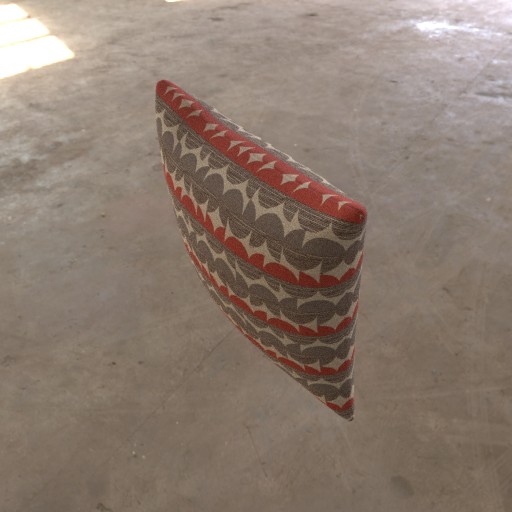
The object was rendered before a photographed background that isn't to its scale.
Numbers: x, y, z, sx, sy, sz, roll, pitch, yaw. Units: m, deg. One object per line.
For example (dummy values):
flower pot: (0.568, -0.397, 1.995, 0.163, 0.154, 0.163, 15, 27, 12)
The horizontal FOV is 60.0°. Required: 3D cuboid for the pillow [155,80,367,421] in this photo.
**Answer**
pillow: (0.000, 0.000, 0.658, 0.180, 0.410, 0.420, -24, 46, -26)
